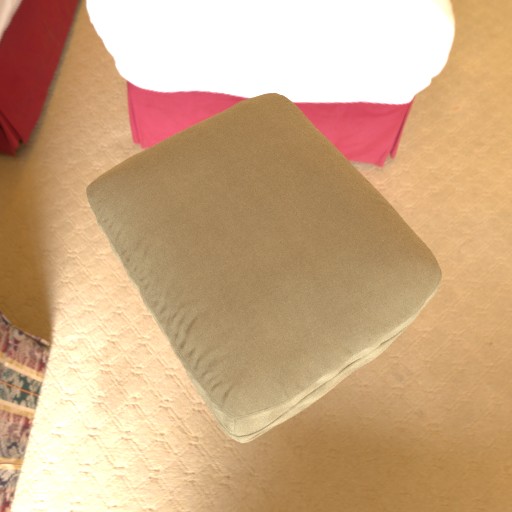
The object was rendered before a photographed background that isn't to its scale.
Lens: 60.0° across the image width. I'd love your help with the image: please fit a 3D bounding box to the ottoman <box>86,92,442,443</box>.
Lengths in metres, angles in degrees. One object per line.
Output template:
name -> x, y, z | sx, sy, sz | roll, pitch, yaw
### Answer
ottoman -> 0.000, 0.000, 1.111 | 0.584, 0.480, 0.712 | -31, 68, -14
